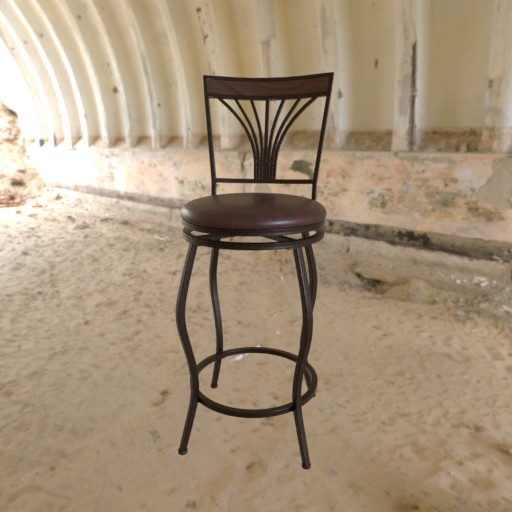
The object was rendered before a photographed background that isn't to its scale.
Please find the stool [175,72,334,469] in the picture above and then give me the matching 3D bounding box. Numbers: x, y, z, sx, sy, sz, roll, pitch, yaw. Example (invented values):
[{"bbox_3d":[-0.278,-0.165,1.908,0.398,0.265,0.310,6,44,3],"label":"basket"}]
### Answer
[{"bbox_3d":[0.000,0.000,1.380,0.433,1.117,0.514,2,15,9],"label":"stool"}]
